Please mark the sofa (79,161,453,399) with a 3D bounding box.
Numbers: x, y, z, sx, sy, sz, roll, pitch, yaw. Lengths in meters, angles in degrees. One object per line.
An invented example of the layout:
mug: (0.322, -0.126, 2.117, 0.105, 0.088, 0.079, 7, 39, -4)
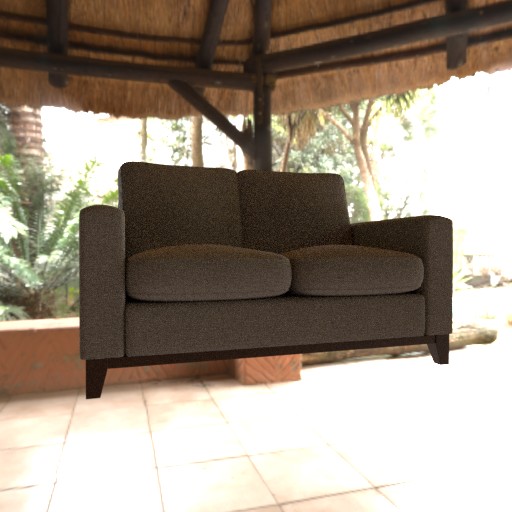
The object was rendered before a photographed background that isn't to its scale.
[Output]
sofa: (0.000, 0.000, 1.978, 1.420, 0.873, 0.917, 0, 1, -18)
